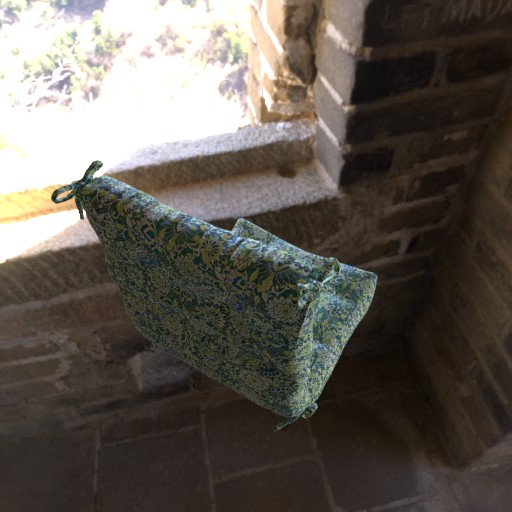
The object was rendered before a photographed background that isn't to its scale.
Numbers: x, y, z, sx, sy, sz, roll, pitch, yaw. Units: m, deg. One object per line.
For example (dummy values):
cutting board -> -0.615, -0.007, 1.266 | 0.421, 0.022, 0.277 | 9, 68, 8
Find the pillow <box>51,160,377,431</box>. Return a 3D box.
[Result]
pillow -> 0.000, 0.000, 1.029 | 0.519, 0.605, 0.571 | 24, 51, 21
